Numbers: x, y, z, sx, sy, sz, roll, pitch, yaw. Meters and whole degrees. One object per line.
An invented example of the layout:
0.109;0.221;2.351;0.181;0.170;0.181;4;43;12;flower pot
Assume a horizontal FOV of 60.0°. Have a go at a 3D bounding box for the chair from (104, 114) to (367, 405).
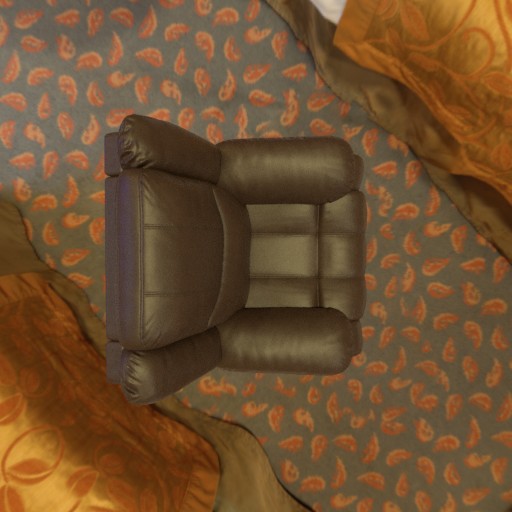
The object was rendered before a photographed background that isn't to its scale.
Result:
0.000;0.000;1.735;0.934;1.009;0.899;0;91;0;chair
